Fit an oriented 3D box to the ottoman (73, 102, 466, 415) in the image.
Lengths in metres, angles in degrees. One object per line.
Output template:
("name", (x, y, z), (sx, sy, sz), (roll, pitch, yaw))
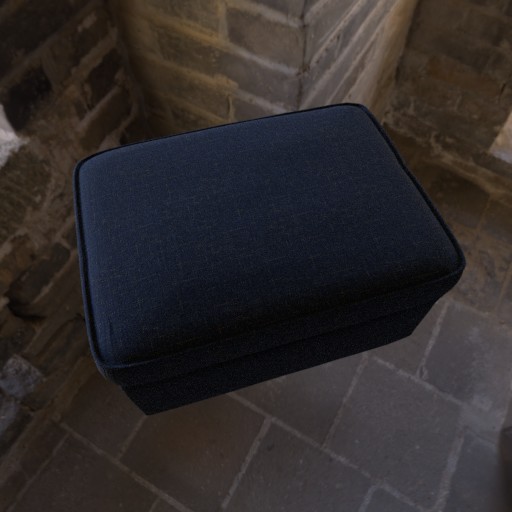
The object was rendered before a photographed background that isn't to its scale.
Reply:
("ottoman", (0.000, 0.000, 1.095), (0.749, 0.450, 0.549), (-14, 59, -9))
